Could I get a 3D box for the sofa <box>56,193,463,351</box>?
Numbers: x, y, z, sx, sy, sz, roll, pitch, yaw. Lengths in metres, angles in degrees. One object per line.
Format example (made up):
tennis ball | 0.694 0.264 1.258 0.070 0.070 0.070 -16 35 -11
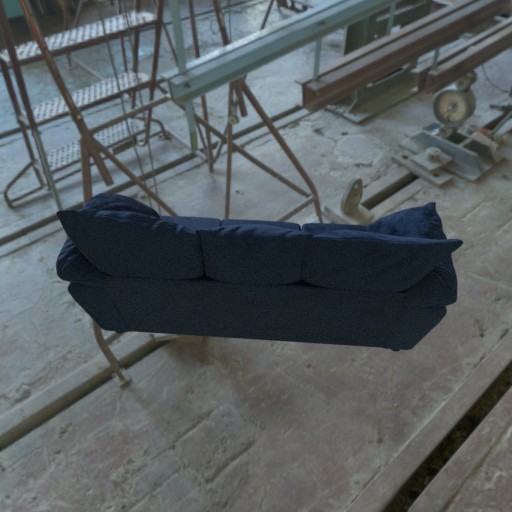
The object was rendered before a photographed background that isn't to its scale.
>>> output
sofa | 0.000 0.000 2.906 2.390 1.091 0.907 3 47 3
